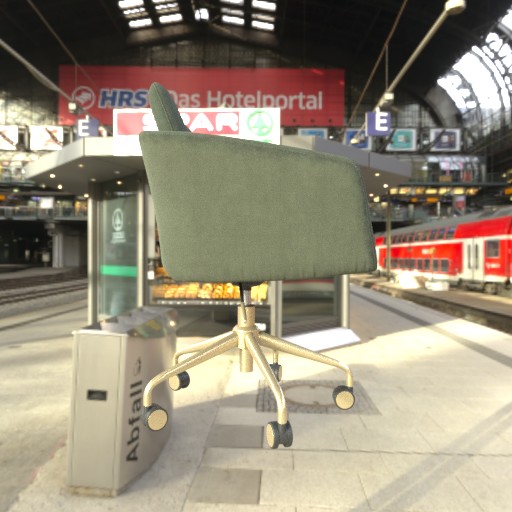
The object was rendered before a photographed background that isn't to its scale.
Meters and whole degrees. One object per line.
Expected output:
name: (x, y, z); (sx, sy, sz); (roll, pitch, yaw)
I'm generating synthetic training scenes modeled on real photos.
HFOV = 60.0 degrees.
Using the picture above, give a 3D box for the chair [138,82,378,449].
chair: (0.000, 0.000, 1.332); (0.635, 0.908, 0.641); (0, 0, 1)
